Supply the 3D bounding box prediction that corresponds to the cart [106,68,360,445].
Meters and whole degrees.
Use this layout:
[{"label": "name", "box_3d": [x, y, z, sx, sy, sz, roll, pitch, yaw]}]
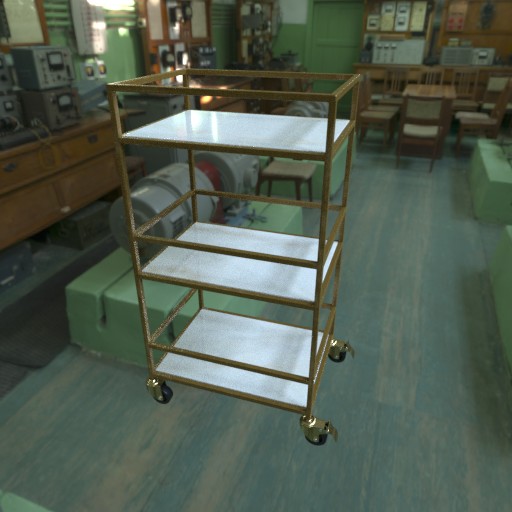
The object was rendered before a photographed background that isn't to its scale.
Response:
[{"label": "cart", "box_3d": [0.000, 0.000, 1.021, 0.483, 0.761, 0.332, 9, 29, 16]}]
